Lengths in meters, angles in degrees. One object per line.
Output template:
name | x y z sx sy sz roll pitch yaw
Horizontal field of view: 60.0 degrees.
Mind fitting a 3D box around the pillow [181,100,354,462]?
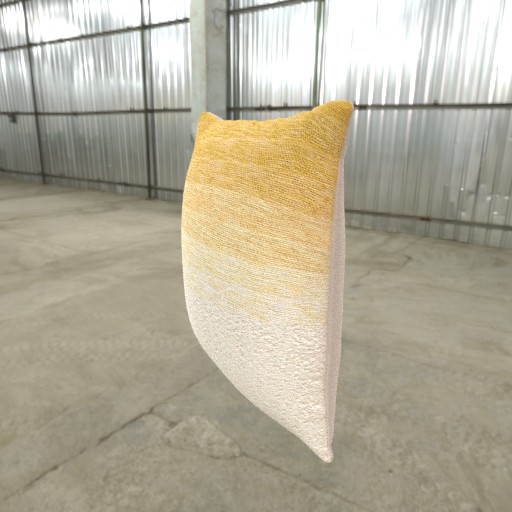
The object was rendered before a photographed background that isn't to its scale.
pillow | 0.000 0.000 0.706 0.211 0.450 0.450 -8 18 -25
